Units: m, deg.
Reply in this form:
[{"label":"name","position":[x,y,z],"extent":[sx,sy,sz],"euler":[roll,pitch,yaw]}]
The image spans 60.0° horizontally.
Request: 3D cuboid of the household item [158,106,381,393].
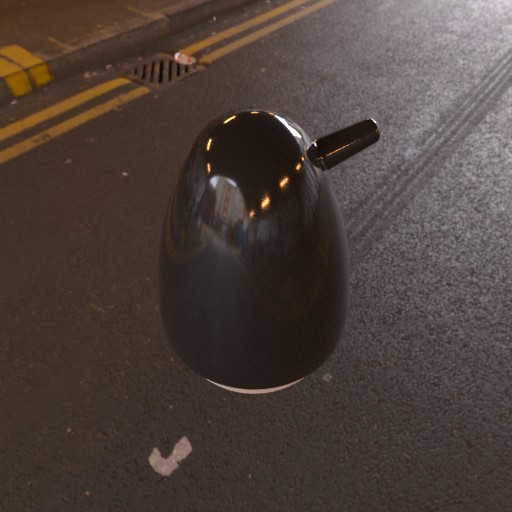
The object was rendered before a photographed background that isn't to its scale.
[{"label":"household item","position":[0.000,0.000,0.220],"extent":[0.104,0.152,0.102],"euler":[-9,47,-9]}]
